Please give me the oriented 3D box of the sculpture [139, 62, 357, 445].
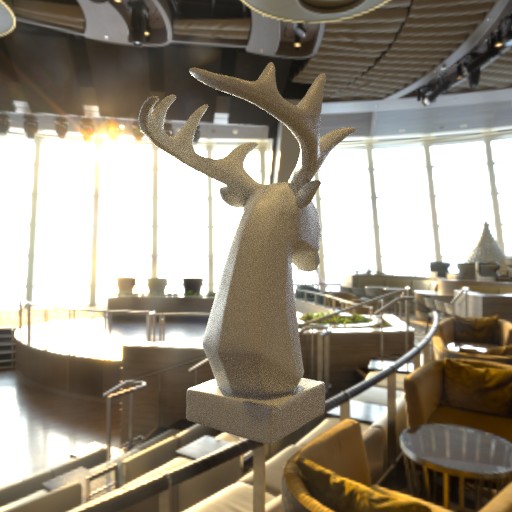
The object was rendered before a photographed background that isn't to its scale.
[{"bbox_3d":[0.000,0.000,0.450,0.174,0.329,0.224,0,0,36],"label":"sculpture"}]
